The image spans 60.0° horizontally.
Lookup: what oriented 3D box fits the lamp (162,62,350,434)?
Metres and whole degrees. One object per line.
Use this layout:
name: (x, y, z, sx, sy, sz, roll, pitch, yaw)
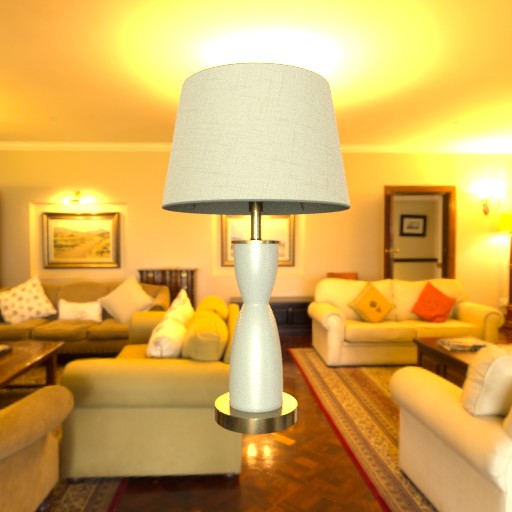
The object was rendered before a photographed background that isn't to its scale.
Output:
lamp: (0.000, 0.000, 0.743, 0.309, 0.545, 0.309, 0, 2, 0)
